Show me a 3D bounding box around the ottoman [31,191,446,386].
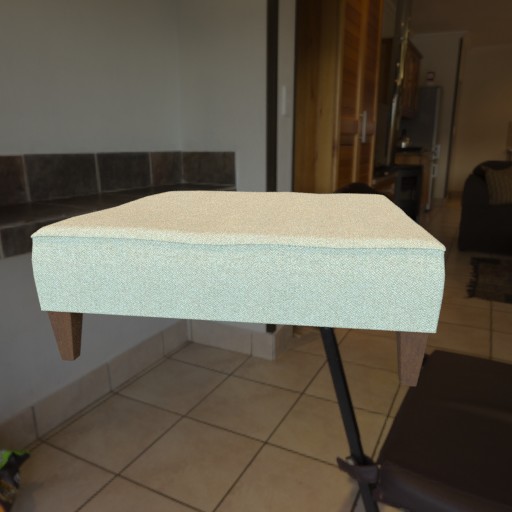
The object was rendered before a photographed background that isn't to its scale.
[{"bbox_3d":[0.000,0.000,1.514,0.968,0.379,1.004,2,14,8],"label":"ottoman"}]
